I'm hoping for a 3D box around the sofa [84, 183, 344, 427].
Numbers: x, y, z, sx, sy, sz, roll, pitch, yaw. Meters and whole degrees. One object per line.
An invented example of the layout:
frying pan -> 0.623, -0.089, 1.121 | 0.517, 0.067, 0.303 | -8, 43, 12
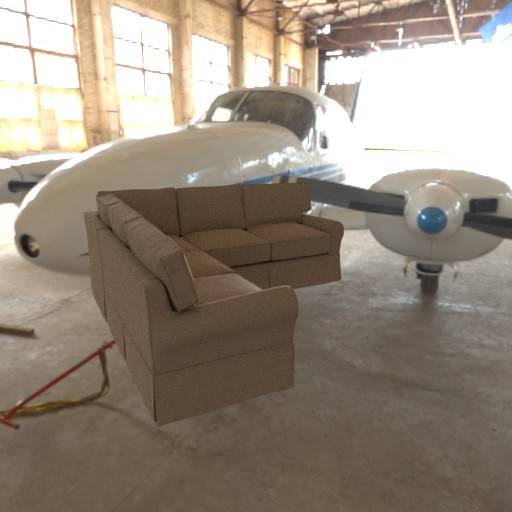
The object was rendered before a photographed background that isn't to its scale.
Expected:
sofa -> 0.000, 0.000, 4.217 | 2.733, 1.124, 2.730 | -8, 17, -26
